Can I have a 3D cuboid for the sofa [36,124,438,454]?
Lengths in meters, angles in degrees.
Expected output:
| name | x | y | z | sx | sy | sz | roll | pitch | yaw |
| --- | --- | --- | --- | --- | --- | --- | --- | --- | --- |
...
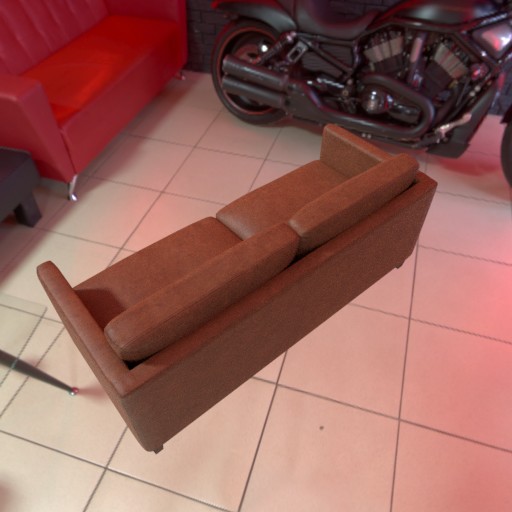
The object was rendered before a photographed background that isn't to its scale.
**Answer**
| name | x | y | z | sx | sy | sz | roll | pitch | yaw |
| --- | --- | --- | --- | --- | --- | --- | --- | --- | --- |
| sofa | 0.000 | 0.000 | 2.700 | 2.204 | 0.932 | 0.950 | -31 | 54 | -26 |
